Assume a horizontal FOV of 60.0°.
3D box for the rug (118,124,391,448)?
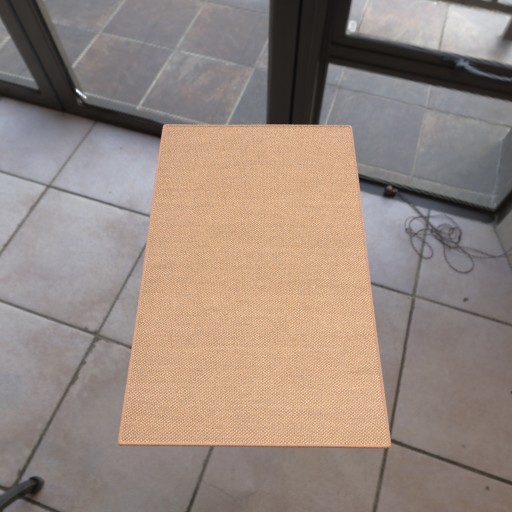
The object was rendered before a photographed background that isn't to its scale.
[{"bbox_3d":[0.000,0.000,2.110,1.067,0.013,1.676,0,62,0],"label":"rug"}]
